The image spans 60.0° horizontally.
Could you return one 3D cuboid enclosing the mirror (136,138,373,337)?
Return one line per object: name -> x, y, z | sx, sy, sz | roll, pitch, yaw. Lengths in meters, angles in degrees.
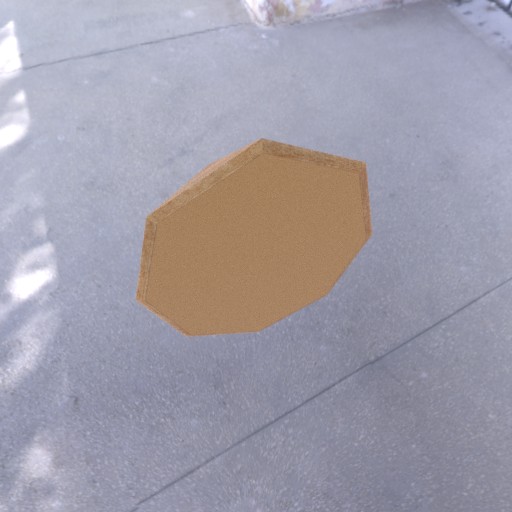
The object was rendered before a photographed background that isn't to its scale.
mirror -> 0.000, 0.000, 1.043 | 0.577, 0.774, 0.070 | -15, 59, -10
